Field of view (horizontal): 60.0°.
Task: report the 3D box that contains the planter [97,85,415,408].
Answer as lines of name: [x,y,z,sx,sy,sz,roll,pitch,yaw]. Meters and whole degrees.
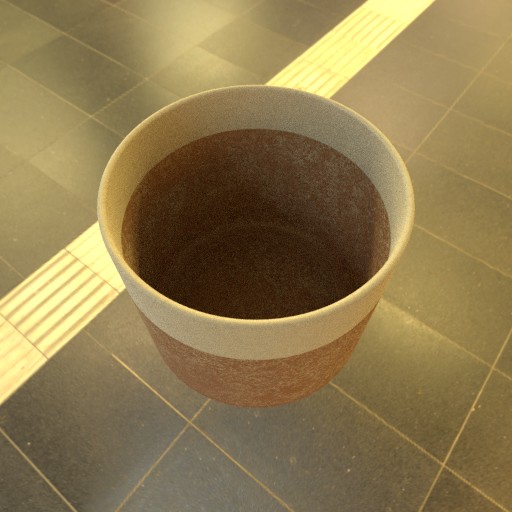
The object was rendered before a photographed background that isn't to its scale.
planter: [0.000,0.000,0.281,0.159,0.138,0.159,0,57,0]
